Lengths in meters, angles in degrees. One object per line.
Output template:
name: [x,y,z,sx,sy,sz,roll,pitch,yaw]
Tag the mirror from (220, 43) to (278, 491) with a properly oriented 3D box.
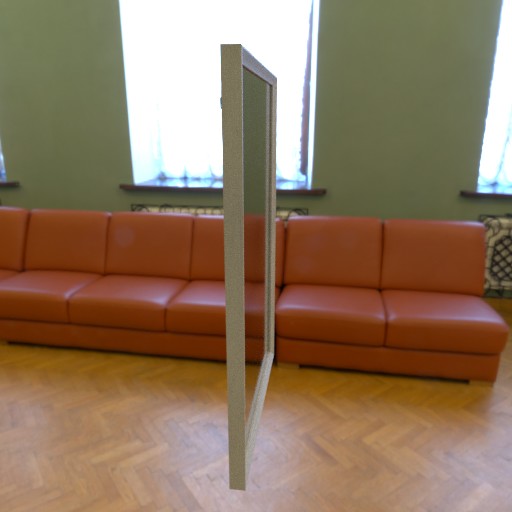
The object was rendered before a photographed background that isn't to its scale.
mirror: [0.000,0.000,1.150,0.041,0.915,0.609,2,17,8]
